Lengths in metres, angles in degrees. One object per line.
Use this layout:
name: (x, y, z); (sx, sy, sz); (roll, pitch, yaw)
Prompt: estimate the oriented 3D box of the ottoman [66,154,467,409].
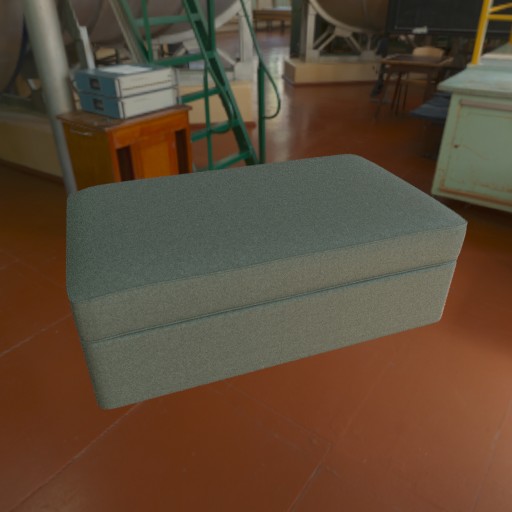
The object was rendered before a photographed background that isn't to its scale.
ottoman: (0.000, 0.000, 1.555); (1.173, 0.494, 0.681); (-11, 33, -17)
